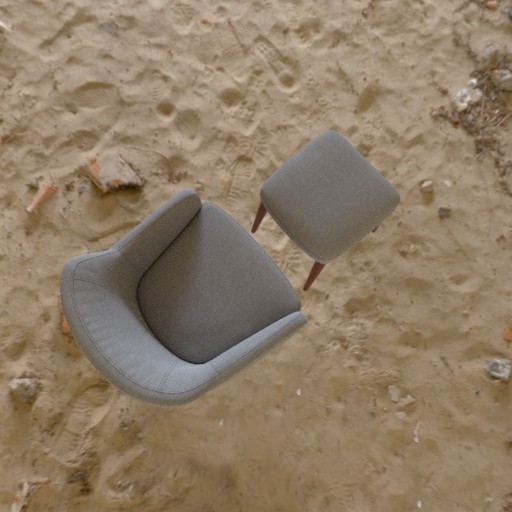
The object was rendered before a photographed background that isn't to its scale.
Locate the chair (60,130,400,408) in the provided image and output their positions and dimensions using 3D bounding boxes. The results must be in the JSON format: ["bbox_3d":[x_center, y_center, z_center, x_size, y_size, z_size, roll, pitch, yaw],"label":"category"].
[{"bbox_3d":[0.000,0.000,1.553,1.107,0.799,0.584,-40,79,-10],"label":"chair"}]
